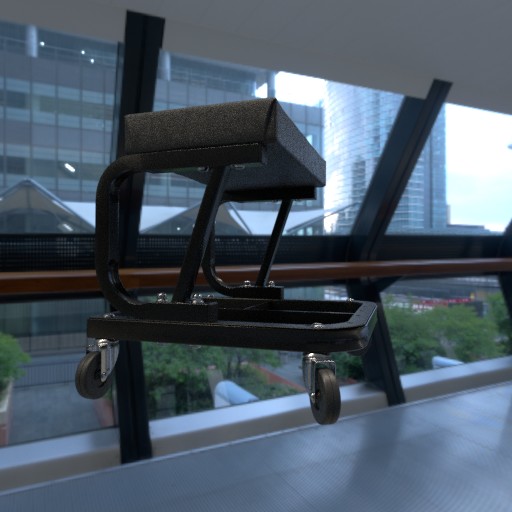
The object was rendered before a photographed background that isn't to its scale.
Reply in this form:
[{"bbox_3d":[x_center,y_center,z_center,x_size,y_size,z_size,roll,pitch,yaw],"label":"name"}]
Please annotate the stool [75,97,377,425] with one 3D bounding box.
[{"bbox_3d":[0.000,0.000,0.723,0.371,0.380,0.446,0,0,18],"label":"stool"}]
